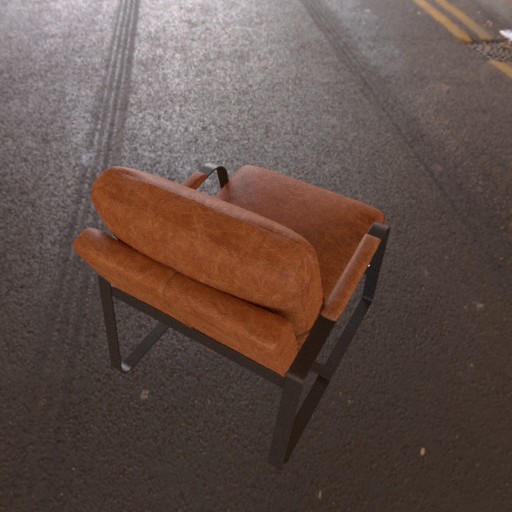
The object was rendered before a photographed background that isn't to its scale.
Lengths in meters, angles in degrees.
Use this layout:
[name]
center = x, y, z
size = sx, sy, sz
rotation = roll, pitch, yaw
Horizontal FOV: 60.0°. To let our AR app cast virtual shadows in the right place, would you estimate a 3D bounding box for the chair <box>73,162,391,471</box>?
[chair]
center = 0.000, 0.000, 1.359
size = 0.651, 0.777, 0.801
rotation = 23, 50, 21
